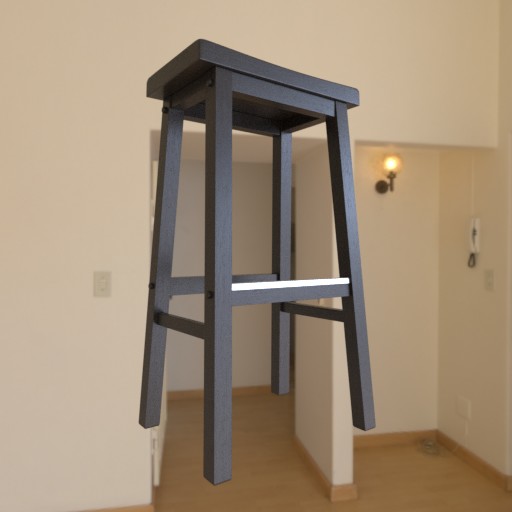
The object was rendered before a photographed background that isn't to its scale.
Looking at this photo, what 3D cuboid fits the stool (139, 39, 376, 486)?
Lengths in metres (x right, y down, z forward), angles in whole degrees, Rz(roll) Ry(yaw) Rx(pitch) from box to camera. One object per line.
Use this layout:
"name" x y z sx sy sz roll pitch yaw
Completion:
"stool" 0.000 0.000 0.962 0.406 0.742 0.322 0 1 -36
